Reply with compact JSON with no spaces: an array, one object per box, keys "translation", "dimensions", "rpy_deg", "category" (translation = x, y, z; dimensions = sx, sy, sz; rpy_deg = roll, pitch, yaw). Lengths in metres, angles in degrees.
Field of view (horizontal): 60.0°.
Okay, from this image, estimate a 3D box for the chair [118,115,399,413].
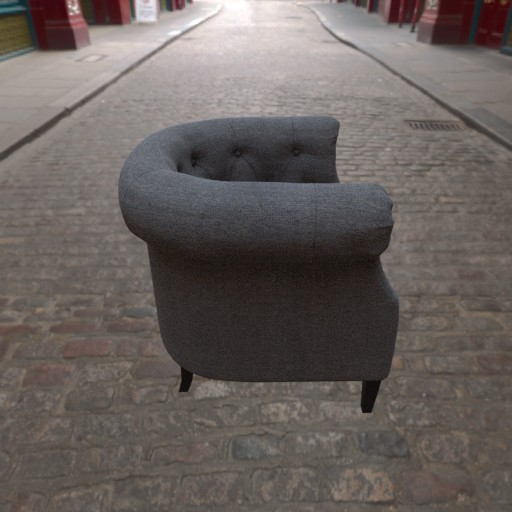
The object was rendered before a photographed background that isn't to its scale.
[{"translation":[0.000,0.000,1.602],"dimensions":[0.852,0.827,0.905],"rpy_deg":[-1,31,-1],"category":"chair"}]
